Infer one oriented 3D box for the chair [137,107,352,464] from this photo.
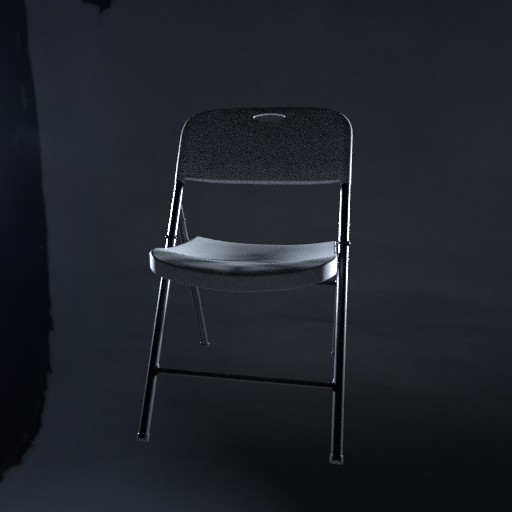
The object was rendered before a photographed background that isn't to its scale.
[{"bbox_3d":[0.000,0.000,1.202,0.494,0.810,0.566,2,14,9],"label":"chair"}]
